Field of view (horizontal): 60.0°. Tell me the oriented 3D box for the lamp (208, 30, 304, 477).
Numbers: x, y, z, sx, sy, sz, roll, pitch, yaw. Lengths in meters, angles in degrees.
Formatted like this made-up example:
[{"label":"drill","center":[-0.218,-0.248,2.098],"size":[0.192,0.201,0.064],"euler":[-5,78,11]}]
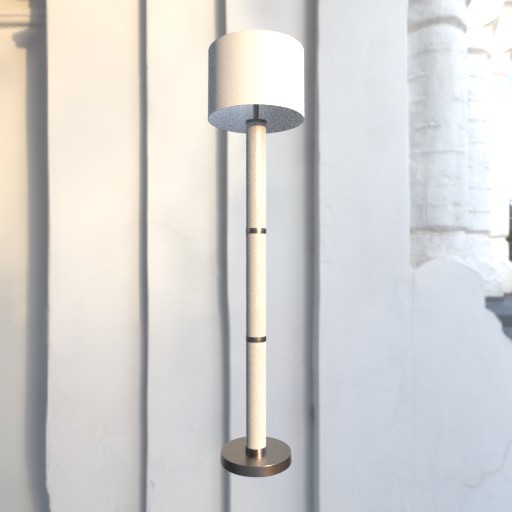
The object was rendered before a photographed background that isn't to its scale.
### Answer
[{"label":"lamp","center":[0.000,0.000,1.741],"size":[0.377,1.599,0.377],"euler":[0,0,17]}]
